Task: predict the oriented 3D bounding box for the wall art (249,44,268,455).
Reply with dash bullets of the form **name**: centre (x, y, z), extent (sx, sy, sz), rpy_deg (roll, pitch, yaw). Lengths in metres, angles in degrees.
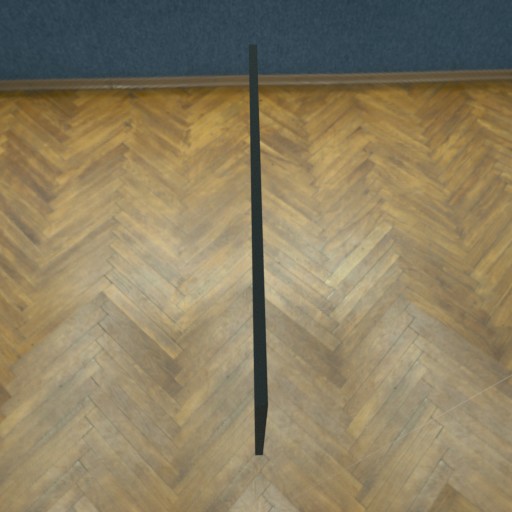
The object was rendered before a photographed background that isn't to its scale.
- **wall art**: centre (0.000, 0.000, 1.251), extent (0.026, 0.656, 0.958), rpy_deg (-1, 59, 0)
